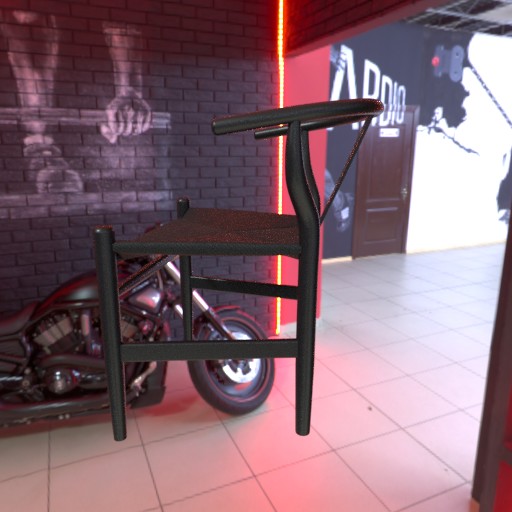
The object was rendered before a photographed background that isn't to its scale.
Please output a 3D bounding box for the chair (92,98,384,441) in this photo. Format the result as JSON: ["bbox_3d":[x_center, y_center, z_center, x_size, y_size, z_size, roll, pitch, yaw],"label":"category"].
[{"bbox_3d":[0.000,0.000,1.122,0.579,0.730,0.569,2,14,8],"label":"chair"}]
